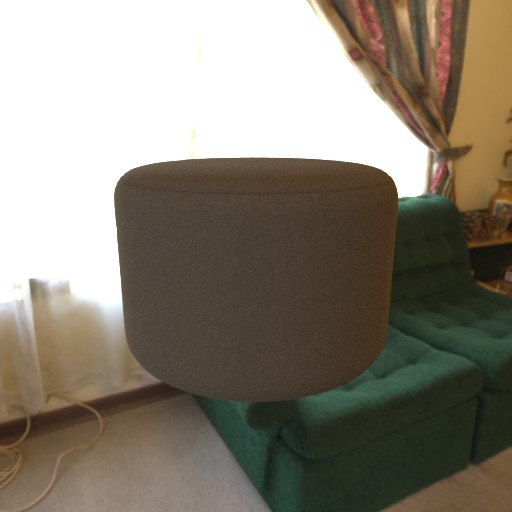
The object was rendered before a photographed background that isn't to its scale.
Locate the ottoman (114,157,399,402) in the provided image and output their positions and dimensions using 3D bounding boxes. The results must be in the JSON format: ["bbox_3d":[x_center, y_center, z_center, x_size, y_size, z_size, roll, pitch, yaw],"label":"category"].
[{"bbox_3d":[0.000,0.000,1.027,0.608,0.433,0.608,0,16,0],"label":"ottoman"}]
